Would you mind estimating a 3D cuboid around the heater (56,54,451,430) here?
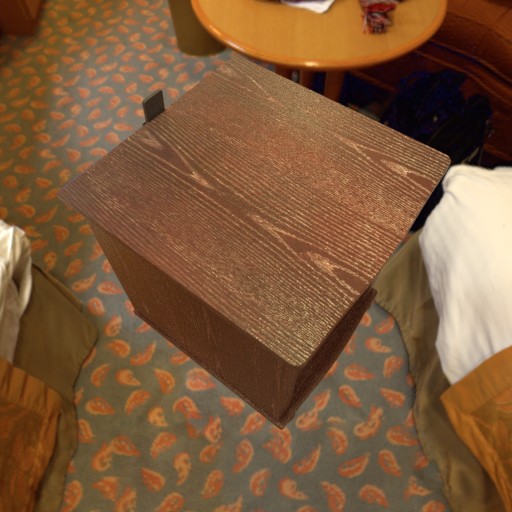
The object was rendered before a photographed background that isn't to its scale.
[{"bbox_3d":[0.000,0.000,0.750,0.400,0.481,0.362,33,64,19],"label":"heater"}]
